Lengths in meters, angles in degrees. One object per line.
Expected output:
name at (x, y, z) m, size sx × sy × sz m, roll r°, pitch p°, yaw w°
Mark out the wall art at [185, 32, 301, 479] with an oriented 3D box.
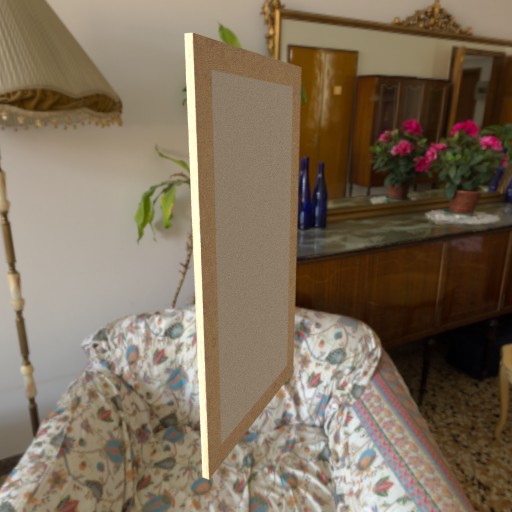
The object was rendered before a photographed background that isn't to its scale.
wall art at (0.000, 0.000, 0.816) m, size 0.013 × 0.683 × 0.381 m, roll 8°, pitch 18°, yaw 25°
